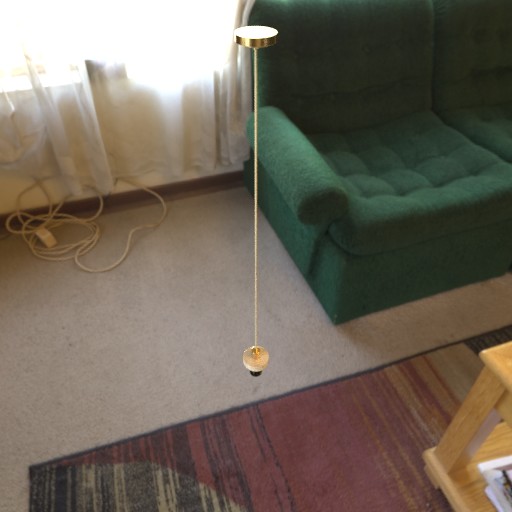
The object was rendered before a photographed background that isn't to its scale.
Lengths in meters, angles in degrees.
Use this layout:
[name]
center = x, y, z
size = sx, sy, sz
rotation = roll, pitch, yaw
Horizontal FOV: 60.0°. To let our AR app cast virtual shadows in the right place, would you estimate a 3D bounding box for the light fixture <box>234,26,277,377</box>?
[light fixture]
center = 0.000, 0.000, 1.792
size = 0.129, 1.669, 0.129
rotation = -26, 47, -26
